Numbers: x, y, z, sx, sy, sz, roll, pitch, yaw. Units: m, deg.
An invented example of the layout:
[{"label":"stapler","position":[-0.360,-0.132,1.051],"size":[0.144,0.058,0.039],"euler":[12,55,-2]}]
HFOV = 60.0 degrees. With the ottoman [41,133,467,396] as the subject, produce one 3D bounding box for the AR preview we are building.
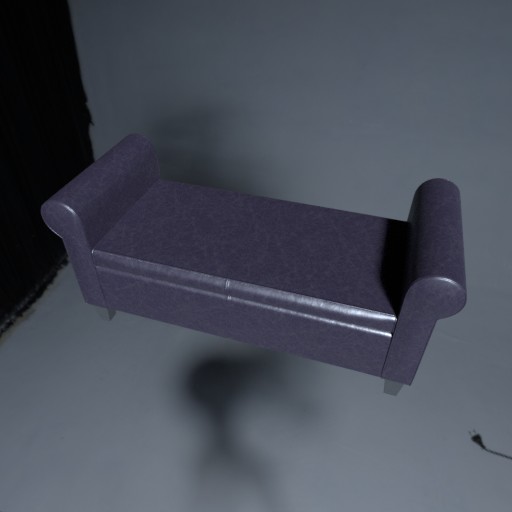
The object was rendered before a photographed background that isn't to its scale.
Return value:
[{"label":"ottoman","position":[0.000,0.000,1.562],"size":[1.256,0.547,0.521],"euler":[12,41,13]}]
